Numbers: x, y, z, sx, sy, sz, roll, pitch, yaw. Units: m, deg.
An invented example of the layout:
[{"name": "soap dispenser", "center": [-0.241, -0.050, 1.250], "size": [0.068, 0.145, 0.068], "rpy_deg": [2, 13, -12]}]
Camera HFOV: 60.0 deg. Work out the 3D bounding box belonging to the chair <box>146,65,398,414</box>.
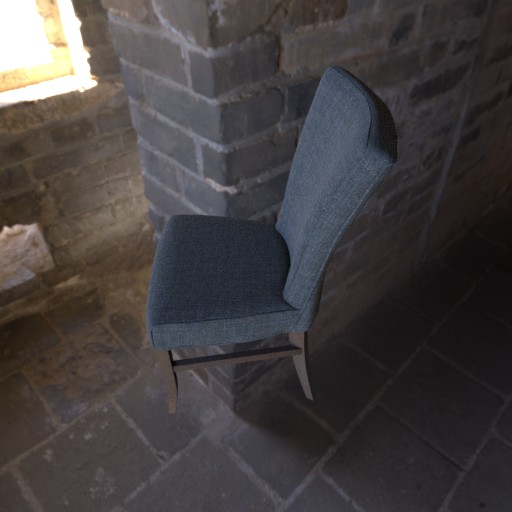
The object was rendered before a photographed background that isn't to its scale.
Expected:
[{"name": "chair", "center": [0.000, 0.000, 1.379], "size": [0.660, 0.991, 0.520], "rpy_deg": [-1, 41, -2]}]
